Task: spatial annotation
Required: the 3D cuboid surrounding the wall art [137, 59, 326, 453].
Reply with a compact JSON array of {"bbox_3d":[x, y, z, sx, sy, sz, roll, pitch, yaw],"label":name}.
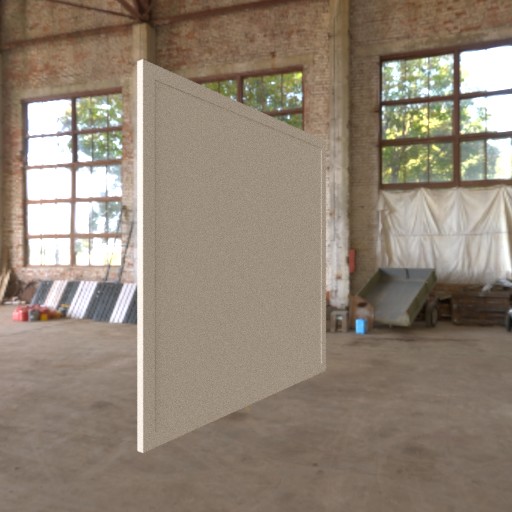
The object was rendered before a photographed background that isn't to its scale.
[{"bbox_3d":[0.000,0.000,1.013,0.015,0.660,0.660,0,0,36],"label":"wall art"}]
